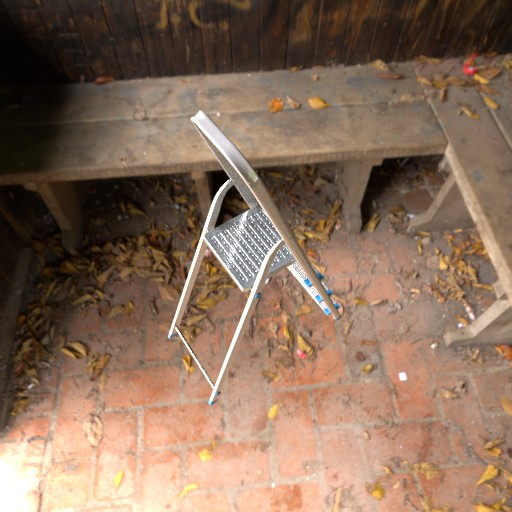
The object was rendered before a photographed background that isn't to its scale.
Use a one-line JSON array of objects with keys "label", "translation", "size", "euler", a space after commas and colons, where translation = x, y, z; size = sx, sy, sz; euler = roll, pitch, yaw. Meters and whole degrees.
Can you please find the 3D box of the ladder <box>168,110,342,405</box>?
[{"label": "ladder", "translation": [0.000, 0.000, 1.795], "size": [0.842, 1.434, 0.445], "euler": [-30, 62, -17]}]
